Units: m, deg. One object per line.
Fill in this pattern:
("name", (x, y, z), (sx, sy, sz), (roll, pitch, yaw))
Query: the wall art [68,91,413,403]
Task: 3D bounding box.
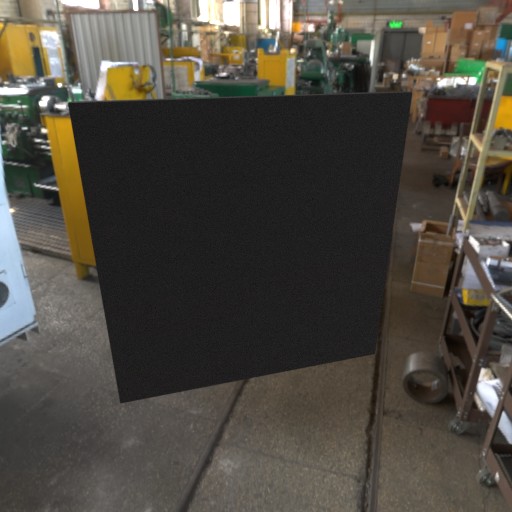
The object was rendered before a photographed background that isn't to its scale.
("wall art", (0.000, 0.000, 0.673), (0.456, 0.458, 0.013), (-7, 26, -14))
